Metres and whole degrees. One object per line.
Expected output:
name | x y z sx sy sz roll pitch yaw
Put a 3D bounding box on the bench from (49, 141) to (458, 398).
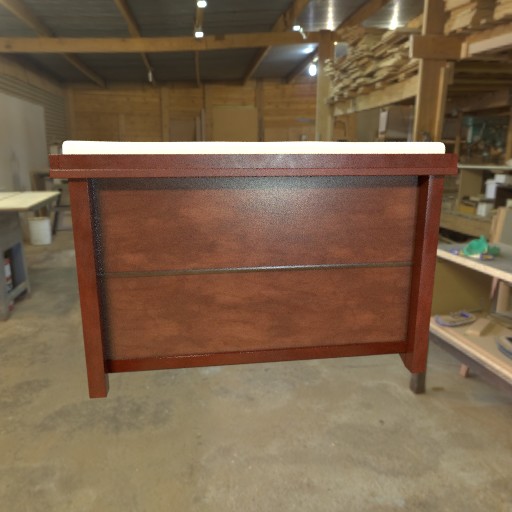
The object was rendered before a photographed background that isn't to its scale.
bench | 0.000 0.000 1.297 0.987 0.646 0.369 -2 14 -8
